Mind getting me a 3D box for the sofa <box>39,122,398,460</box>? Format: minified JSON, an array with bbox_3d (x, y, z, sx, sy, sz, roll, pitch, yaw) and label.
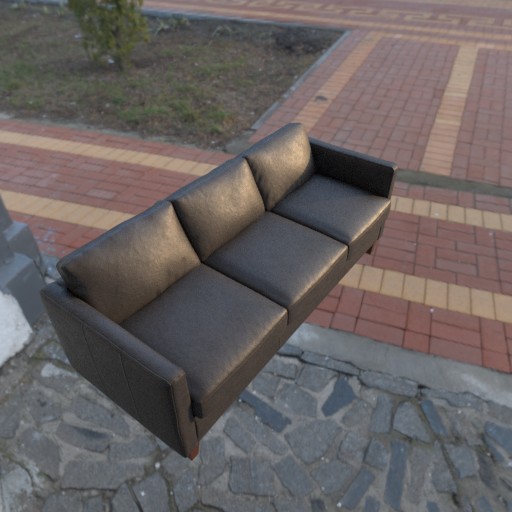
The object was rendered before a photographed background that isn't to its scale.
[{"bbox_3d":[0.000,0.000,3.028,1.045,1.006,2.464,26,46,27],"label":"sofa"}]
